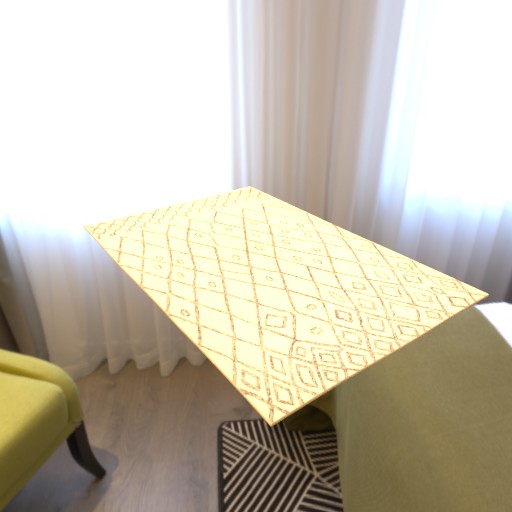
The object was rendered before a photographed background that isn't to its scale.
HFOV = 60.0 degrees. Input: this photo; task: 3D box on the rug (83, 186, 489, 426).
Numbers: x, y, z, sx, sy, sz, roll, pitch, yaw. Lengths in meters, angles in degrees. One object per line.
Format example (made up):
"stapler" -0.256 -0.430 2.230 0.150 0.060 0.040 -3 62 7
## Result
"rug" 0.000 0.000 2.293 1.222 0.015 1.828 -19 33 -31
